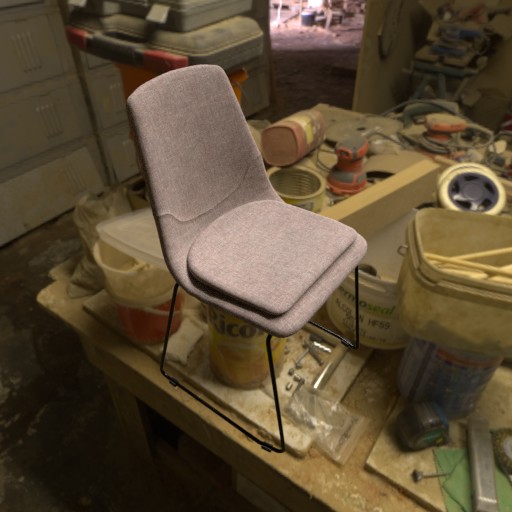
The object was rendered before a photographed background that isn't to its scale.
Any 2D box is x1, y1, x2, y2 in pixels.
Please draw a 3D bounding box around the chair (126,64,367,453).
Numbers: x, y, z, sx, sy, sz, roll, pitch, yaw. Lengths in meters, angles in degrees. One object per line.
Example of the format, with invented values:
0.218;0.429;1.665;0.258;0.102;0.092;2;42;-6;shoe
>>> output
0.000;0.000;1.180;0.518;0.858;0.479;25;46;28;chair
